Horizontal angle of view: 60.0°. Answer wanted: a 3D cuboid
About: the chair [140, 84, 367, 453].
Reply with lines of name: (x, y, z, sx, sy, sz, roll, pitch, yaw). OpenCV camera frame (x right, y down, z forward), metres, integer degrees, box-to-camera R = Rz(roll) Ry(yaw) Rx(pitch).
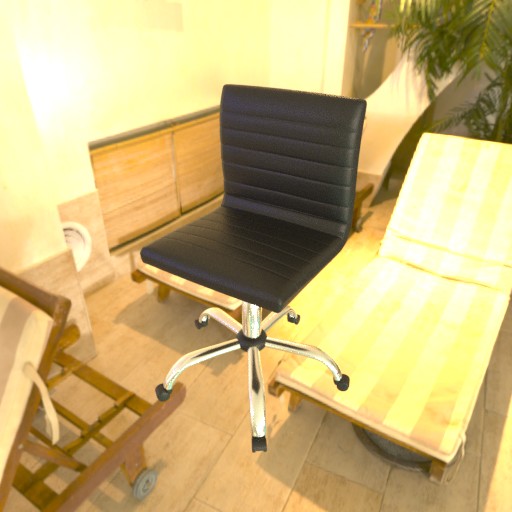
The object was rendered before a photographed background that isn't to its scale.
chair: (0.000, 0.000, 1.155, 0.556, 0.780, 0.530, 18, 35, 27)
